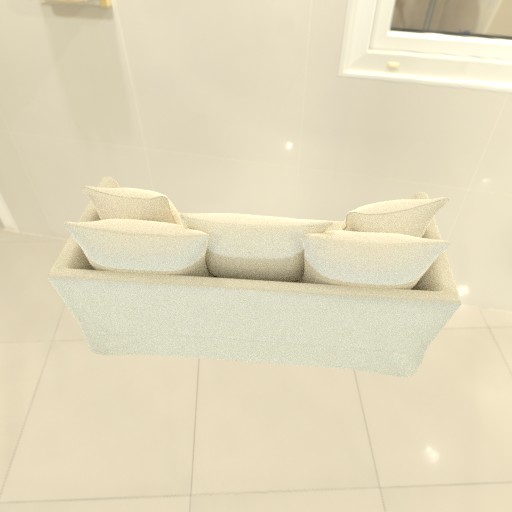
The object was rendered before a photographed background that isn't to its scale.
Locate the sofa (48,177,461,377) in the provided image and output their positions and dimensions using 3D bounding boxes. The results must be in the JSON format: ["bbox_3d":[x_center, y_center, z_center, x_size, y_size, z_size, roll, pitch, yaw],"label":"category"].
[{"bbox_3d":[0.000,0.000,2.914,2.290,1.034,1.031,3,45,3],"label":"sofa"}]
